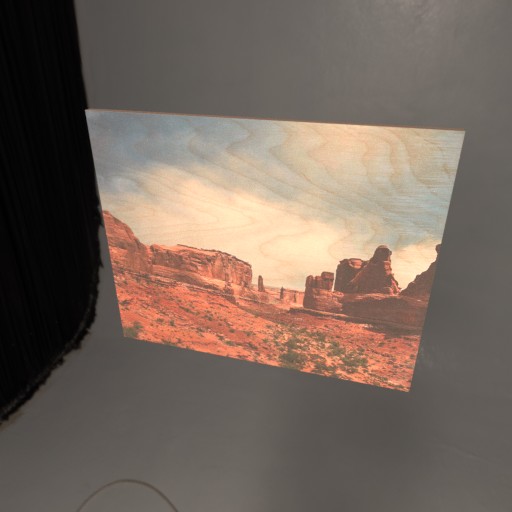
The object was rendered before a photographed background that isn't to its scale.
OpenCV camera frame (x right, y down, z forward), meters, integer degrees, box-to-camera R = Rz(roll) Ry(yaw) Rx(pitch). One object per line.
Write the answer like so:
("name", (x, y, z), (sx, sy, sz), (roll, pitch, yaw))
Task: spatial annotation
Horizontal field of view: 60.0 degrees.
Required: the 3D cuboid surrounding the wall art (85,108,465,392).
("wall art", (0.000, 0.000, 0.674), (0.508, 0.406, 0.013), (8, 29, 14))
